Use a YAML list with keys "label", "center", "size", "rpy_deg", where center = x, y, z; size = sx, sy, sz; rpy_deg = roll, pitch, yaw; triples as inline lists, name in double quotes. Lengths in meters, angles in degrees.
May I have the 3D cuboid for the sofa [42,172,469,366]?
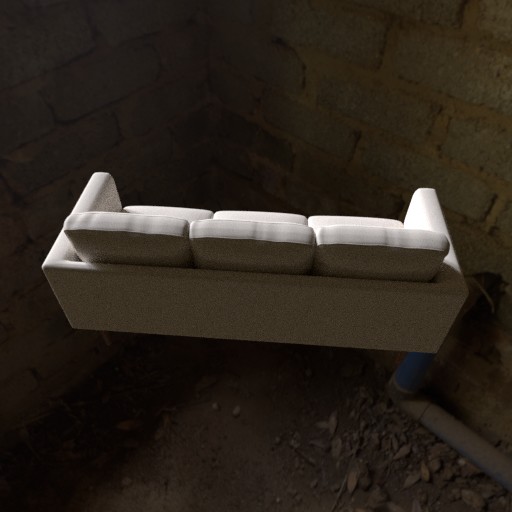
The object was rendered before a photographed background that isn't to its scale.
- label: "sofa"
  center: [0.000, 0.000, 2.520]
  size: [2.029, 0.912, 0.802]
  rpy_deg: [3, 47, 3]
